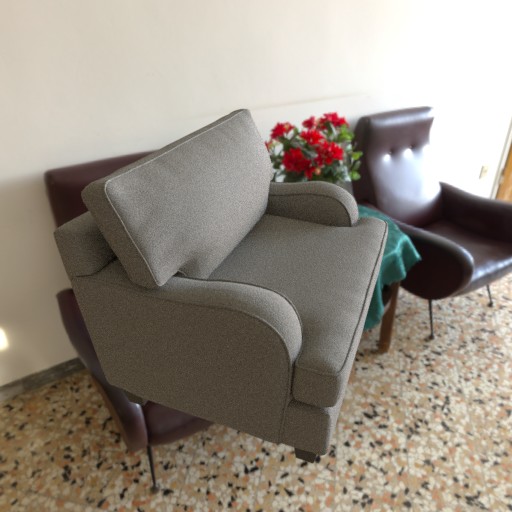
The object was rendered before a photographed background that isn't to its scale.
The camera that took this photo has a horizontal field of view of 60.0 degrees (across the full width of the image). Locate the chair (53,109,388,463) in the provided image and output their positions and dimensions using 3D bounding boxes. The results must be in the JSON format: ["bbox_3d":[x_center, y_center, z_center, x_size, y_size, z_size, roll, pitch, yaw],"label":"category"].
[{"bbox_3d":[0.000,0.000,1.971,1.040,1.016,1.220,11,32,18],"label":"chair"}]
